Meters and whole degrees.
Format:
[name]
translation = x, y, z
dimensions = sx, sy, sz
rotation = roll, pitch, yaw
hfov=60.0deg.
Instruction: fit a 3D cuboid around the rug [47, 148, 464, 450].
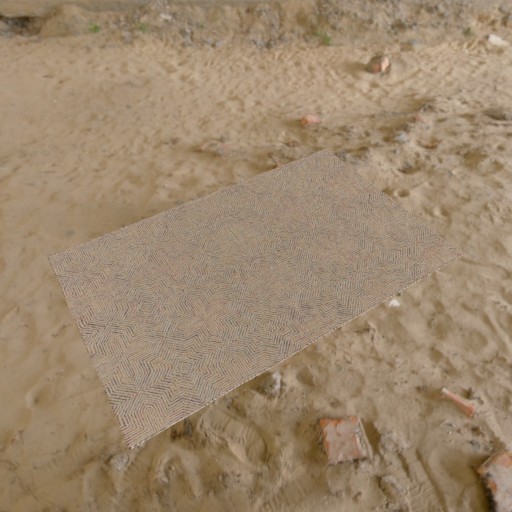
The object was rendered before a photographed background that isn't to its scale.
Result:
[rug]
translation = 0.000, 0.000, 3.042
dimensions = 2.428, 0.007, 1.519
rotation = -25, 52, -21
